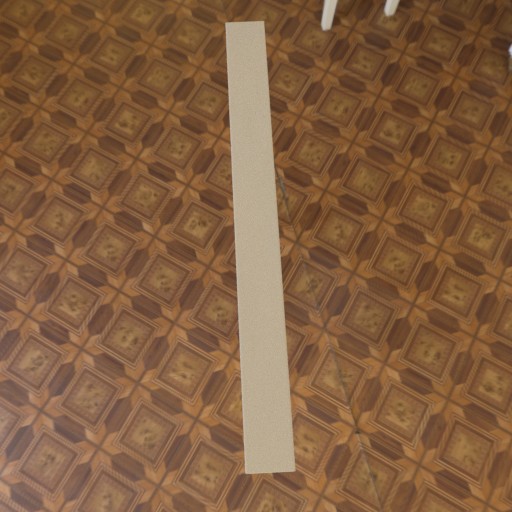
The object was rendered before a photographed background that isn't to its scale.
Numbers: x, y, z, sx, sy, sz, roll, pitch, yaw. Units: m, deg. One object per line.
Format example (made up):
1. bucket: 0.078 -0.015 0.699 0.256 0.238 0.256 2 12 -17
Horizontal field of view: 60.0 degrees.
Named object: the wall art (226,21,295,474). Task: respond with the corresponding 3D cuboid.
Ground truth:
1. wall art: 0.000 0.000 0.486 0.039 0.254 0.384 -3 76 -1
